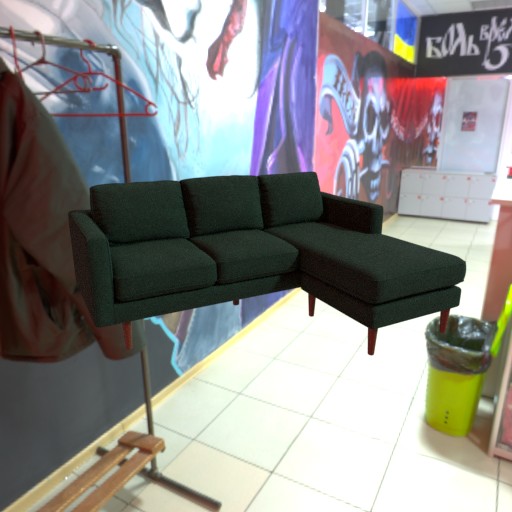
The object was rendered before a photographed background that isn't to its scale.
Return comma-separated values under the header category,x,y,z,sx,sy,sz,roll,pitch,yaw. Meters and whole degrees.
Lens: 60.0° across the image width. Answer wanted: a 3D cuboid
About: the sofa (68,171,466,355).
category,x,y,z,sx,sy,sz,roll,pitch,yaw
sofa,0.000,0.000,2.827,2.030,0.899,1.580,-9,19,-27
